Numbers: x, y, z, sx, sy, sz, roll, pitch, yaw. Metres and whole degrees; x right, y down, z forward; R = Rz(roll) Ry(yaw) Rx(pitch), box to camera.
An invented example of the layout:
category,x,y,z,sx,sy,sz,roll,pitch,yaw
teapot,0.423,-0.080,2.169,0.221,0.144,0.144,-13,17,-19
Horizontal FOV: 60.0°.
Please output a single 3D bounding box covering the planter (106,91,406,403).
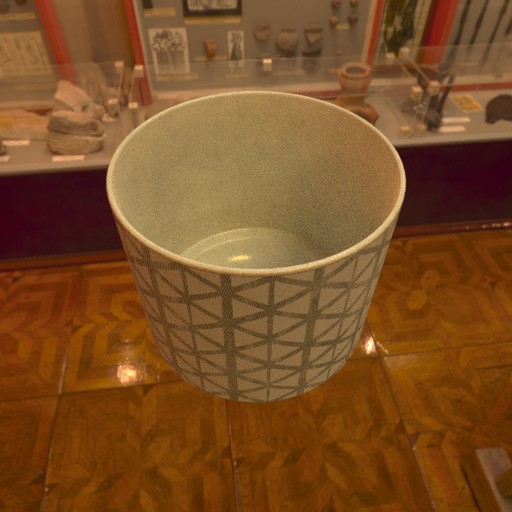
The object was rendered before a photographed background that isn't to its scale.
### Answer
category,x,y,z,sx,sy,sz,roll,pitch,yaw
planter,0.000,0.000,0.354,0.190,0.181,0.190,0,47,0
